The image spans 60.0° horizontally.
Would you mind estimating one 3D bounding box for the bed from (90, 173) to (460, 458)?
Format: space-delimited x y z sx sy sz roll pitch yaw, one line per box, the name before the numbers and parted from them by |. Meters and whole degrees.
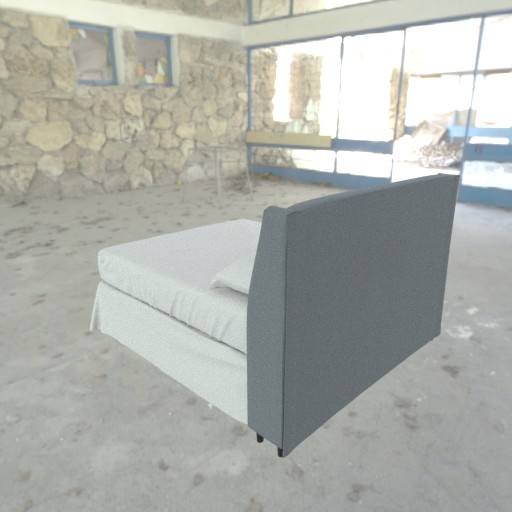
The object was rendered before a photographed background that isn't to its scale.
bed | 0.000 0.000 3.469 2.276 1.332 1.925 16 24 42
